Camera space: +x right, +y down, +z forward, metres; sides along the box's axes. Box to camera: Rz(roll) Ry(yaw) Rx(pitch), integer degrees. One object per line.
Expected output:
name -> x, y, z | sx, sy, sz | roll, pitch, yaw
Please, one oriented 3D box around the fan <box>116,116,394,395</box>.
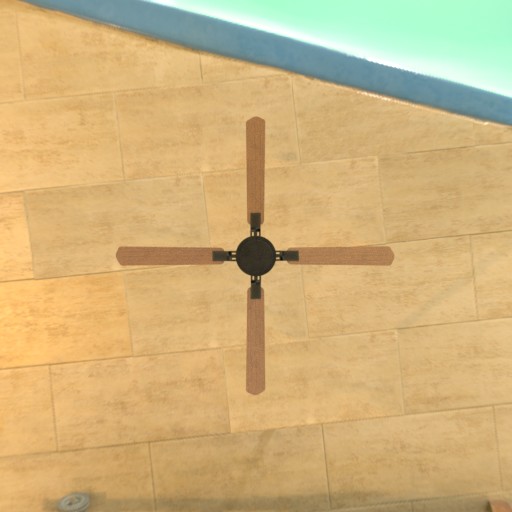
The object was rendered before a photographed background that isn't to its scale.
fan -> 0.000, 0.000, 1.994 | 1.320, 0.355, 1.320 | 0, 90, -1
